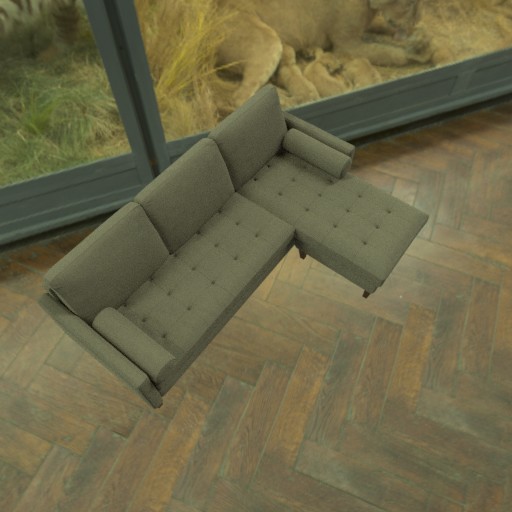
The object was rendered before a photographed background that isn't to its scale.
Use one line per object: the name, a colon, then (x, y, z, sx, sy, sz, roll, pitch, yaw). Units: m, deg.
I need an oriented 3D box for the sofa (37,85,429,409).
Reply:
sofa: (0.000, 0.000, 2.870, 1.506, 0.875, 2.178, 33, 64, 19)
